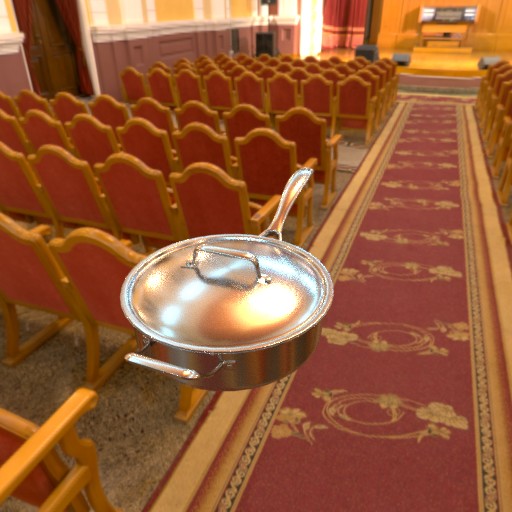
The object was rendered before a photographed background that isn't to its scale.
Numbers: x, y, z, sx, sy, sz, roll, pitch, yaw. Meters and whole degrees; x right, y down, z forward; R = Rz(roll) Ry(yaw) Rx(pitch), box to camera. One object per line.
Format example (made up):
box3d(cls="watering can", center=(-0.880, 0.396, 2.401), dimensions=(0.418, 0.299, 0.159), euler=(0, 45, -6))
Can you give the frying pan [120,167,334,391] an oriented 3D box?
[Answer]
box3d(cls="frying pan", center=(0.000, 0.000, 0.599), dimensions=(0.245, 0.111, 0.492), euler=(11, 31, 19))
